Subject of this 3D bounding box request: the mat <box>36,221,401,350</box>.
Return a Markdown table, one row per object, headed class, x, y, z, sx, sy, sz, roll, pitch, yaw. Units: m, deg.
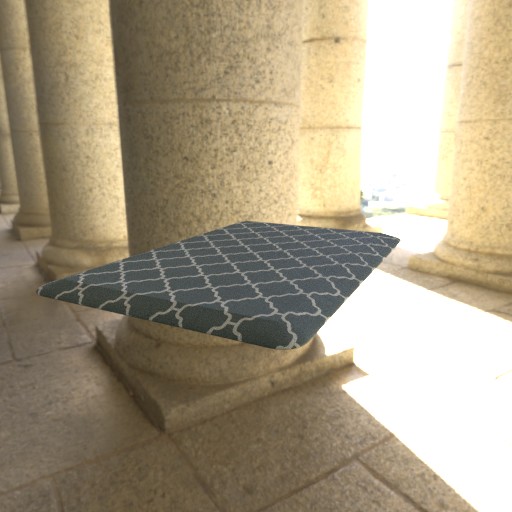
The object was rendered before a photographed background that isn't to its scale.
| class | x | y | z | sx | sy | sz | roll | pitch | yaw |
| --- | --- | --- | --- | --- | --- | --- | --- | --- | --- |
| mat | 0.000 | 0.000 | 0.985 | 0.508 | 0.021 | 0.762 | 7 | 16 | 26 |
